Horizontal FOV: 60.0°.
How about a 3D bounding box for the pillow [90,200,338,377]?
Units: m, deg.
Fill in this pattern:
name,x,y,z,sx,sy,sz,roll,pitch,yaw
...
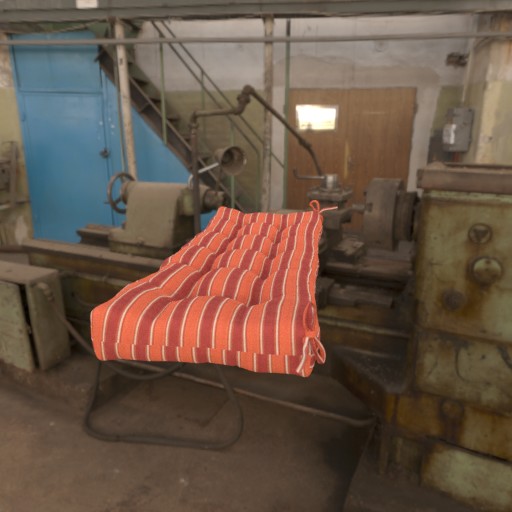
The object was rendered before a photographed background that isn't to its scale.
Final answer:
name,x,y,z,sx,sy,sz,roll,pitch,yaw
pillow,0.000,0.000,1.344,0.511,0.174,1.194,2,17,8
